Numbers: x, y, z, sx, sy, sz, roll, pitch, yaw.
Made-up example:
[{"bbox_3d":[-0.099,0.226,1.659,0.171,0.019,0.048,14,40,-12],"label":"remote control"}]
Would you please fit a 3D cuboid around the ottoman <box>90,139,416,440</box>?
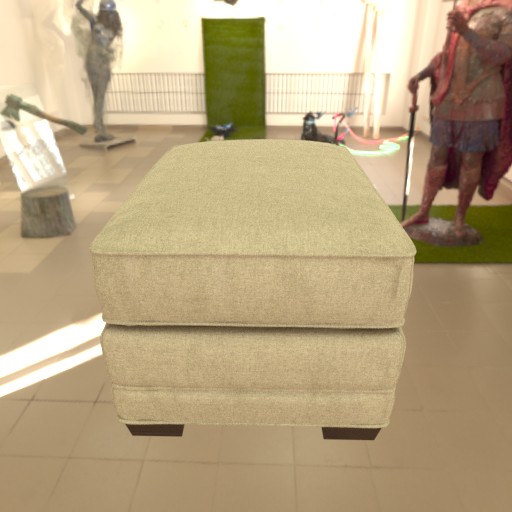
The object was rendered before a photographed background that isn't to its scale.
[{"bbox_3d":[0.000,0.000,1.216,0.611,0.508,0.848,1,27,1],"label":"ottoman"}]
